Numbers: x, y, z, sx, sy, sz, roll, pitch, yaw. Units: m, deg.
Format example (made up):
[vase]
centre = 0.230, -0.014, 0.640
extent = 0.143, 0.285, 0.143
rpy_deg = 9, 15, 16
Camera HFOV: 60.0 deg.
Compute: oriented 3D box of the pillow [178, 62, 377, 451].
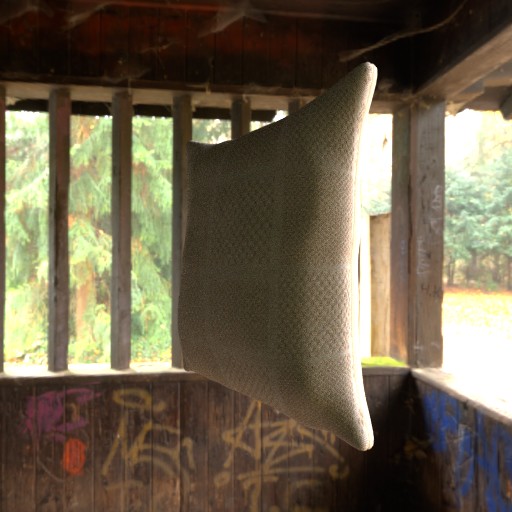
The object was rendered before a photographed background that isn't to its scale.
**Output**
[pillow]
centre = 0.000, 0.000, 0.665
extent = 0.138, 0.432, 0.436
rpy_deg = 0, 0, -36
